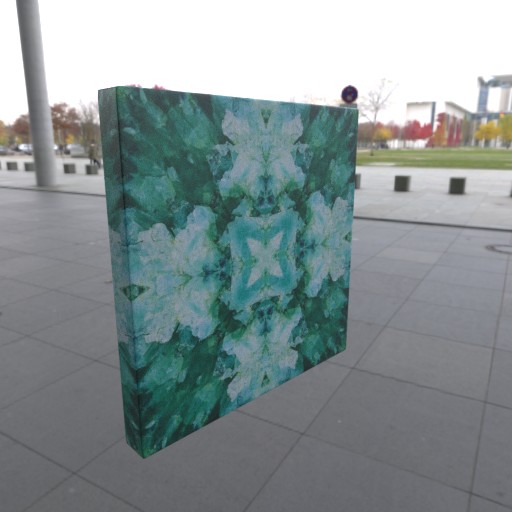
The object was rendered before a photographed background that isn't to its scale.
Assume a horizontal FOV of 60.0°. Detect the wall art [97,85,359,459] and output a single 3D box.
[{"bbox_3d":[0.000,0.000,0.472,0.313,0.313,0.033,-13,19,-43],"label":"wall art"}]
